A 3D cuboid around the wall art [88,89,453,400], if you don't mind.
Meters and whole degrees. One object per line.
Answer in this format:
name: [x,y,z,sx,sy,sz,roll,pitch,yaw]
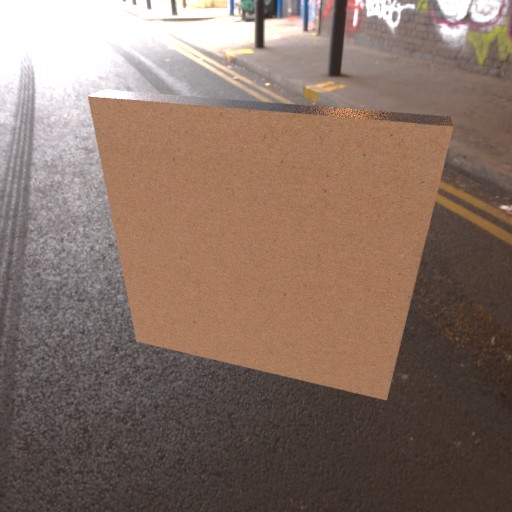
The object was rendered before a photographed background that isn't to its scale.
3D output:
wall art: [0.000,0.000,0.480,0.327,0.318,0.029,10,34,15]
